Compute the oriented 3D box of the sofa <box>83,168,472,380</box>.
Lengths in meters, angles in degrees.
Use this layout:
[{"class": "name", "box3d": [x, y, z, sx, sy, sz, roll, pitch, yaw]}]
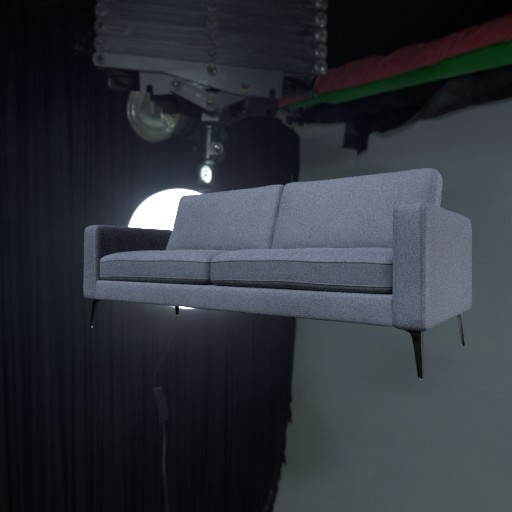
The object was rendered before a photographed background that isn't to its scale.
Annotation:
[{"class": "sofa", "box3d": [0.000, 0.000, 2.305, 1.925, 0.828, 0.774, 0, 0, 36]}]
